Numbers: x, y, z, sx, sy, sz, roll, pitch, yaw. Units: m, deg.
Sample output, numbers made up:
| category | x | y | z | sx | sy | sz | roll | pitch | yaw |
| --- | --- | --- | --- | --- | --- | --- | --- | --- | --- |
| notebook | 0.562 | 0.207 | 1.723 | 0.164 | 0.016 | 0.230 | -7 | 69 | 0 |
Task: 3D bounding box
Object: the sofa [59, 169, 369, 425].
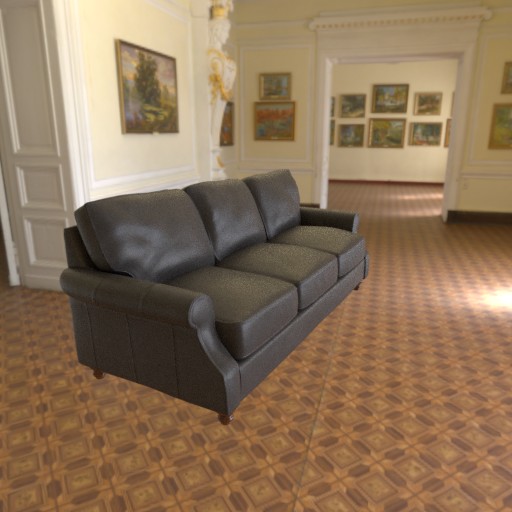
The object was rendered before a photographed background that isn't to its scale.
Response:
| category | x | y | z | sx | sy | sz | roll | pitch | yaw |
| --- | --- | --- | --- | --- | --- | --- | --- | --- | --- |
| sofa | 0.000 | 0.000 | 2.921 | 0.974 | 0.977 | 2.387 | 8 | 18 | 28 |
